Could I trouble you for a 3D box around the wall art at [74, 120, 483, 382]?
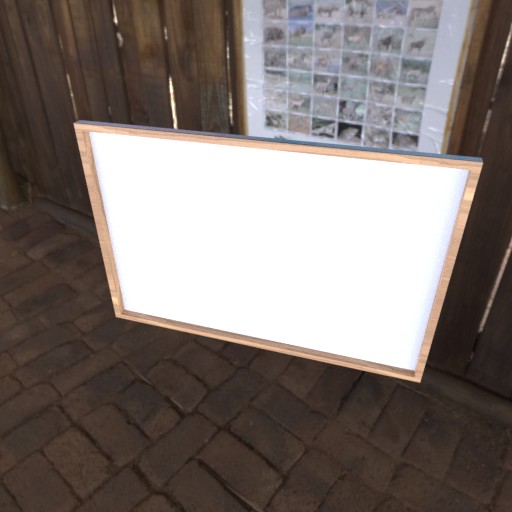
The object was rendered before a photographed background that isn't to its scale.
[{"bbox_3d":[0.000,0.000,1.407,1.137,0.756,0.034,9,34,14],"label":"wall art"}]
